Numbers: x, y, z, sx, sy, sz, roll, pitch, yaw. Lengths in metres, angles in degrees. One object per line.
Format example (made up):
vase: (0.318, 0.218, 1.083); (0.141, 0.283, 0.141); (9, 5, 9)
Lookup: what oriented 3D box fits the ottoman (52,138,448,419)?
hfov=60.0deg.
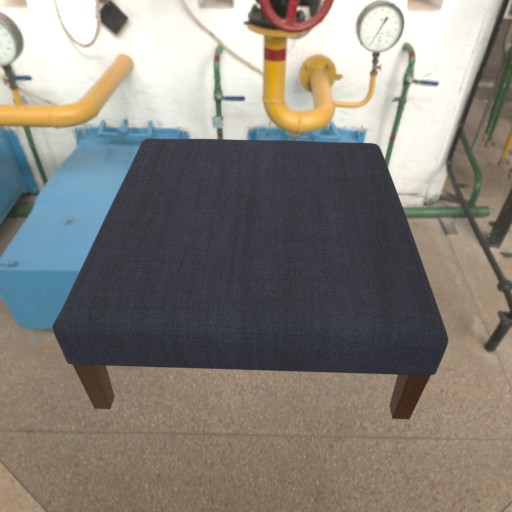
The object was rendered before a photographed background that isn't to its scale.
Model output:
ottoman: (0.000, 0.000, 1.406); (0.889, 0.411, 0.890); (1, 42, 2)
